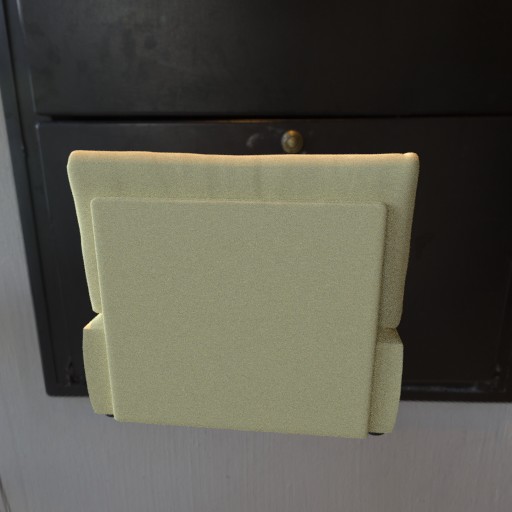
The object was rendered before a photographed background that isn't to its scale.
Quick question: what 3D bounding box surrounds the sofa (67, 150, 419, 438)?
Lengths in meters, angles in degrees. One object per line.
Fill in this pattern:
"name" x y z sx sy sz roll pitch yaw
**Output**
"sofa" 0.000 0.000 1.665 0.930 0.820 1.000 2 17 6
